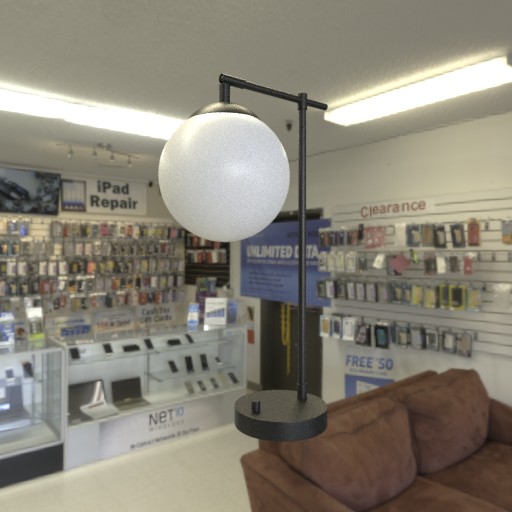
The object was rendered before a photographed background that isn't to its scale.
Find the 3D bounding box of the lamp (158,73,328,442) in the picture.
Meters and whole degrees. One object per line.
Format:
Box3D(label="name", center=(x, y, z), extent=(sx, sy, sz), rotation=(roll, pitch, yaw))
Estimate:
Box3D(label="lamp", center=(0.000, 0.000, 0.710), extent=(0.316, 0.559, 0.197), rotation=(0, 1, -37))
